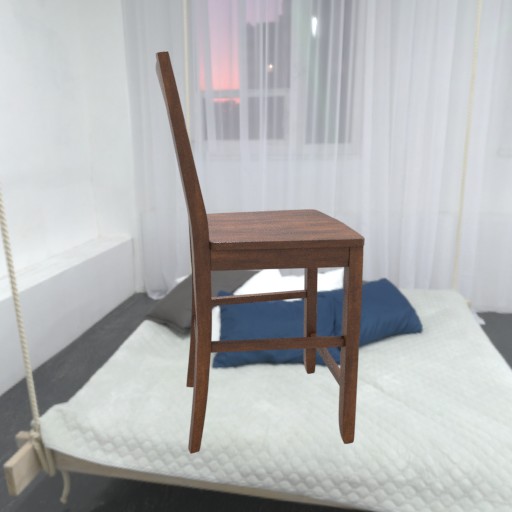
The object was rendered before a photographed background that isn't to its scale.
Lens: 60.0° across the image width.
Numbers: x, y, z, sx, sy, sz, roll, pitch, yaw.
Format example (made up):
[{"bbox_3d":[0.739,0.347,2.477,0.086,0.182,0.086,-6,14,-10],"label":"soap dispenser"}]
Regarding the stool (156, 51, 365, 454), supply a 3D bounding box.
[{"bbox_3d":[0.000,0.000,1.364,0.539,1.079,0.462,-3,16,-9],"label":"stool"}]
